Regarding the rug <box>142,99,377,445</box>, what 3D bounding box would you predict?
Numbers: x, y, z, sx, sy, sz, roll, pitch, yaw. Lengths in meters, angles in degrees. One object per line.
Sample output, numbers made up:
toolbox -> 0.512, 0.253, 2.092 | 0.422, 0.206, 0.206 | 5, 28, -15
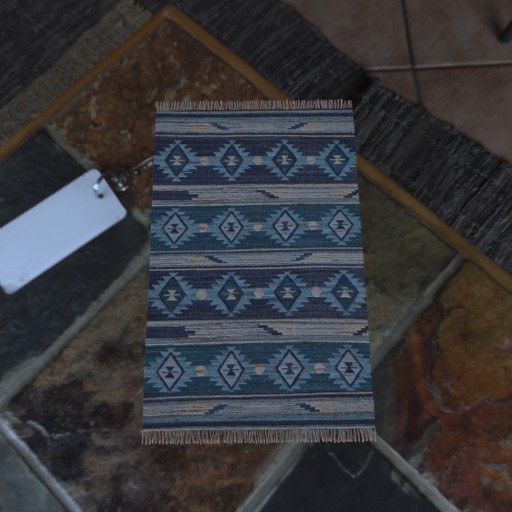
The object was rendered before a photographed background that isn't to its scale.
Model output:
rug -> 0.000, 0.000, 2.438 | 1.181, 0.028, 1.936 | -1, 76, 0
